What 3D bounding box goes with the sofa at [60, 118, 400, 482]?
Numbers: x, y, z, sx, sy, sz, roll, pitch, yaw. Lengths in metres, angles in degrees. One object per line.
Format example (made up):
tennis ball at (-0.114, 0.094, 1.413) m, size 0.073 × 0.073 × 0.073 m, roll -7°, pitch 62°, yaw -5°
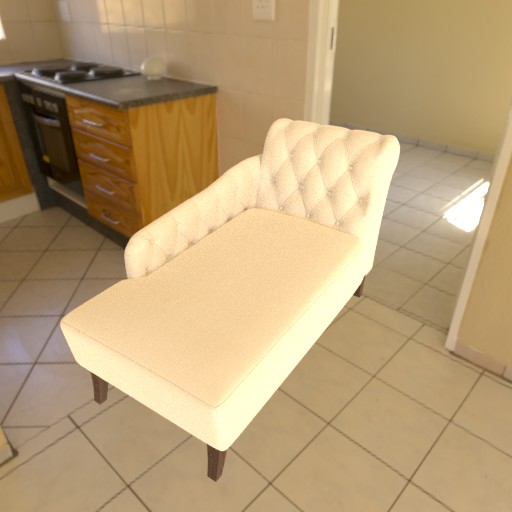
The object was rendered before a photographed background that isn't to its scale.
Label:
sofa at (0.000, 0.000, 1.787) m, size 0.675 × 0.787 × 1.379 m, roll 19°, pitch 36°, yaw 28°
